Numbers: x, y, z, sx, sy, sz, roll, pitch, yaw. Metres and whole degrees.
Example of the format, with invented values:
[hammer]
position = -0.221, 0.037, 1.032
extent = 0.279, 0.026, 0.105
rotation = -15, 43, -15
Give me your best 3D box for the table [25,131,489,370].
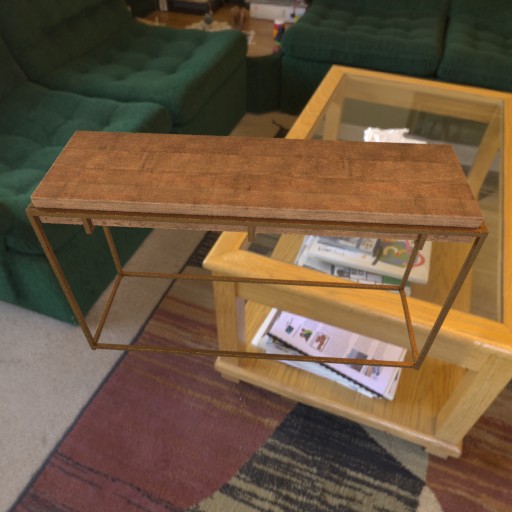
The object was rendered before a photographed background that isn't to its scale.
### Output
[table]
position = 0.000, 0.000, 1.753
extent = 1.400, 0.820, 0.440
rotation = 3, 46, 3
